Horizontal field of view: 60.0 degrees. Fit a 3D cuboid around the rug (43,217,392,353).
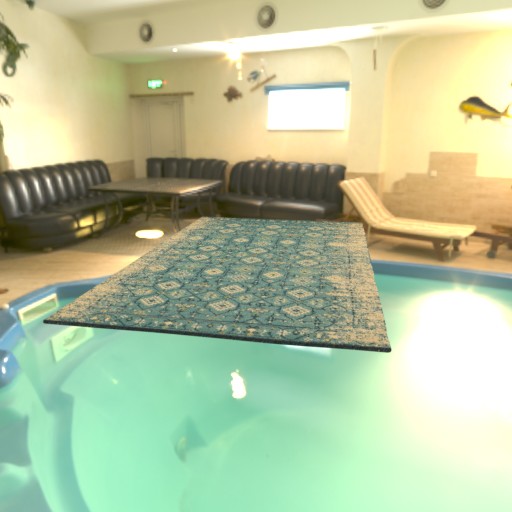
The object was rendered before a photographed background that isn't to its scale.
[{"bbox_3d":[0.000,0.000,3.009,1.530,0.015,2.449,3,17,10],"label":"rug"}]
